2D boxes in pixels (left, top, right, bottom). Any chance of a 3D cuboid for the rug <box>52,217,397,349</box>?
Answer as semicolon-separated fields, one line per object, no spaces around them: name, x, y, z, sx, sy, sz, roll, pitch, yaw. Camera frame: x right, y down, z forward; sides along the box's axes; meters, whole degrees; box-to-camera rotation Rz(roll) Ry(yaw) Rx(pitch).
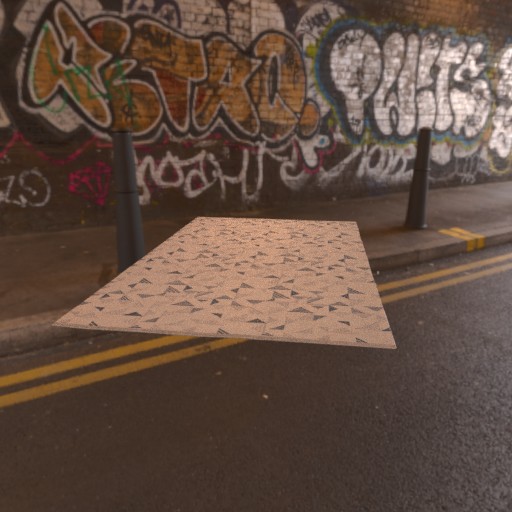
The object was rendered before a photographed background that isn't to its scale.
rug;0.000;0.000;3.055;1.512;0.009;2.457;2;17;8
